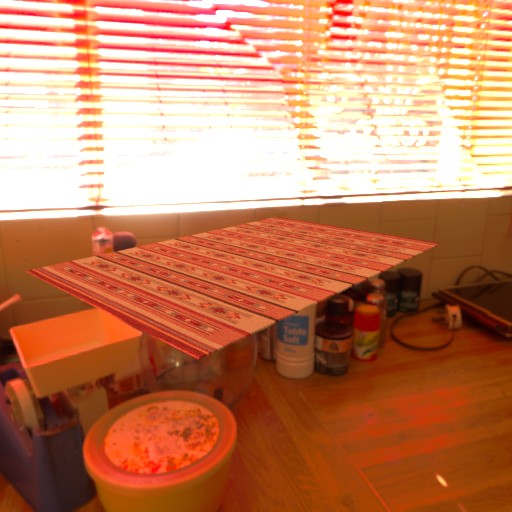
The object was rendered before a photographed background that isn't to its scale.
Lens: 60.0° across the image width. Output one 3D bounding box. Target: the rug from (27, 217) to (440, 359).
[{"bbox_3d":[0.000,0.000,2.299,1.223,0.008,1.817,14,21,40],"label":"rug"}]
